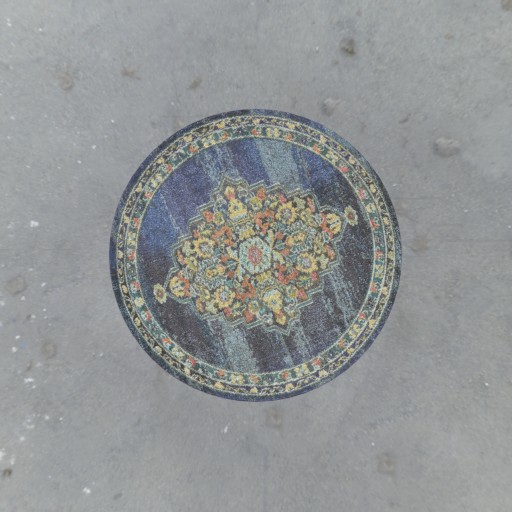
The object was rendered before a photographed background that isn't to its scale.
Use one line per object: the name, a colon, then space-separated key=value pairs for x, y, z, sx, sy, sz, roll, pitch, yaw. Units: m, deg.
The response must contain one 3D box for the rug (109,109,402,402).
rug: x=0.000 y=0.000 z=3.611 sx=2.386 sy=0.014 sz=2.386 roll=0 pitch=91 yaw=-1
